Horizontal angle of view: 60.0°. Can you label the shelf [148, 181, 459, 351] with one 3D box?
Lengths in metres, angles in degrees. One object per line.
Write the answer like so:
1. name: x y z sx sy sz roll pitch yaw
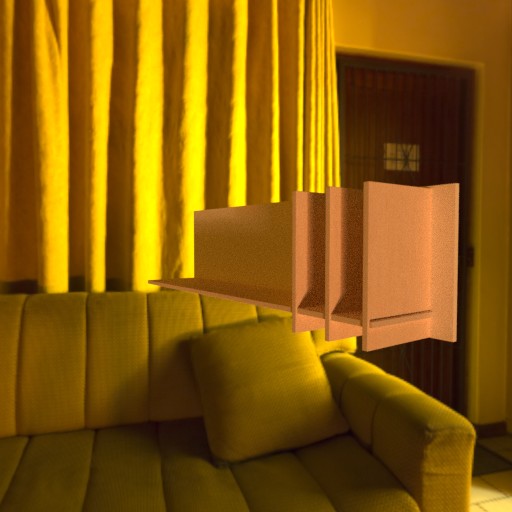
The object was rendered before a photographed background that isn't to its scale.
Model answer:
1. shelf: 0.000 0.000 1.192 0.200 0.300 1.020 -2 3 -36
